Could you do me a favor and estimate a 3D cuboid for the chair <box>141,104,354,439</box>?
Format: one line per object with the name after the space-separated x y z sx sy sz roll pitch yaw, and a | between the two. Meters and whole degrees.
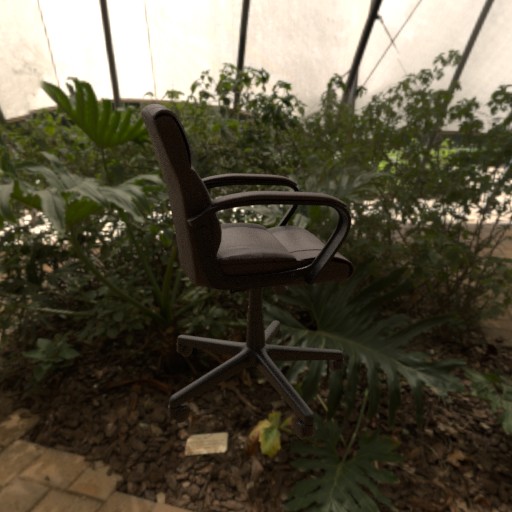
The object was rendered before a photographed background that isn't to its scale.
0.000 0.000 1.557 0.717 1.004 0.739 -3 16 -10 | chair
